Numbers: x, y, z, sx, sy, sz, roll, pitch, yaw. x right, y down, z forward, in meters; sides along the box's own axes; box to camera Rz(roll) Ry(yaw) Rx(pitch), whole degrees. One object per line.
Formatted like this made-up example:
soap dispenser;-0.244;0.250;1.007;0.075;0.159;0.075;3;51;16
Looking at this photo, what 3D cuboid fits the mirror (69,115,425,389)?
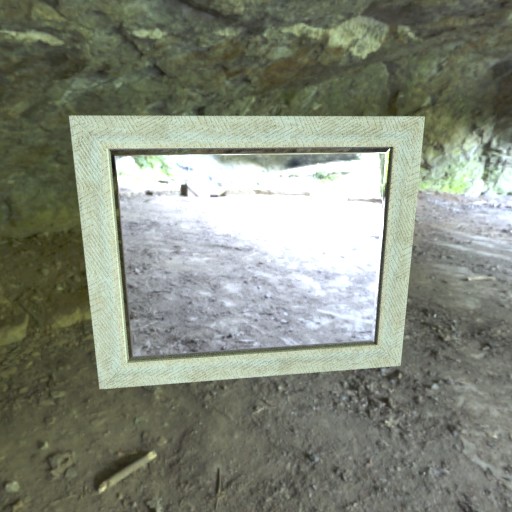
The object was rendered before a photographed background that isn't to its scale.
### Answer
mirror;0.000;0.000;1.141;0.839;0.689;0.028;-2;16;-8
